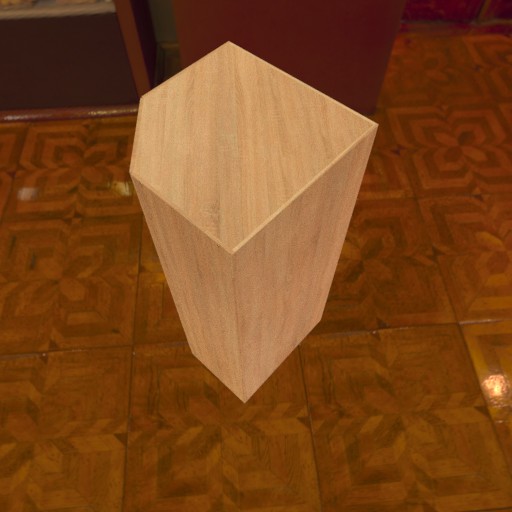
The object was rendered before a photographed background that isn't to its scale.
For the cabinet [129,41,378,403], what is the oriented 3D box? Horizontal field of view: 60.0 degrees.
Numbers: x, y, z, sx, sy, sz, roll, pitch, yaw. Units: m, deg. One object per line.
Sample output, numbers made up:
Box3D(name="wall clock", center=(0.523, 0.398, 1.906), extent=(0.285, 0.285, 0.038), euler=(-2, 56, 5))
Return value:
Box3D(name="cabinet", center=(0.000, 0.000, 2.859), extent=(1.094, 2.120, 1.327), euler=(-2, 58, -1))
